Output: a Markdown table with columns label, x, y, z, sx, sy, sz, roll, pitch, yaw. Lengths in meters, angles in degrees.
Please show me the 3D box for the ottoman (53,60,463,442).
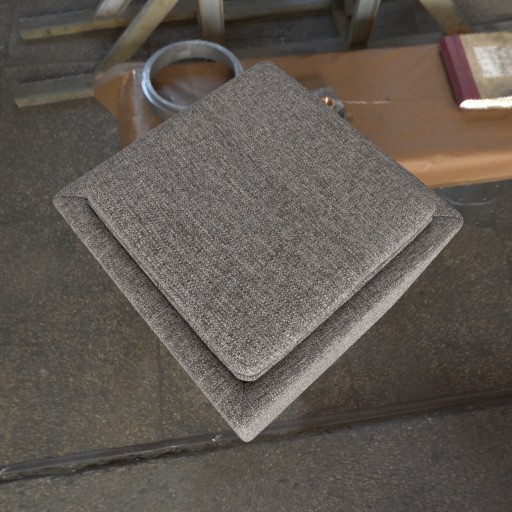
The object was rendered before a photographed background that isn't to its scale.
| label | x | y | z | sx | sy | sz | roll | pitch | yaw |
| --- | --- | --- | --- | --- | --- | --- | --- | --- | --- |
| ottoman | 0.000 | 0.000 | 0.819 | 0.450 | 0.460 | 0.450 | -39 | 71 | -16 |
